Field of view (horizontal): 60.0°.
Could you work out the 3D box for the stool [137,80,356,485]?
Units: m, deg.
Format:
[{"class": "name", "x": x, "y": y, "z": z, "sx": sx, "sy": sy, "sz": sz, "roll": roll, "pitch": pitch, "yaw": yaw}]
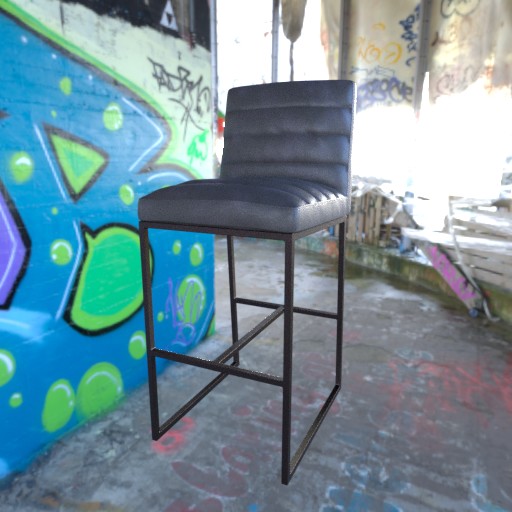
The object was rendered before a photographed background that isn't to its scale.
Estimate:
[{"class": "stool", "x": 0.000, "y": 0.000, "z": 1.354, "sx": 0.463, "sy": 1.065, "sz": 0.562, "roll": 6, "pitch": 15, "yaw": 25}]
